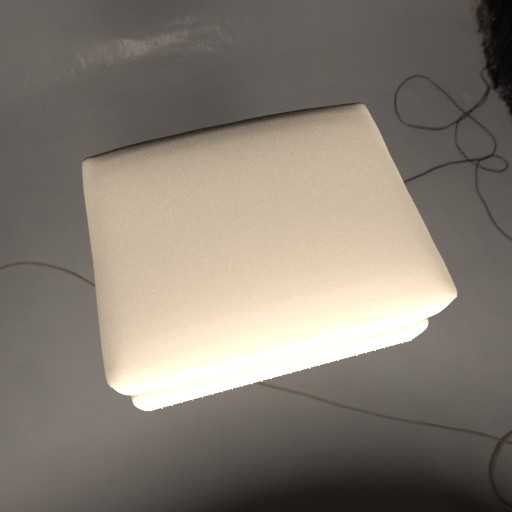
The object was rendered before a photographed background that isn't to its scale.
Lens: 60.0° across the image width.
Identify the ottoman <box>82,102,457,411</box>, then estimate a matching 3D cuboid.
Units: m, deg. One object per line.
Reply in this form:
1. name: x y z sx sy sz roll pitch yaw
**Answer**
1. ottoman: 0.000 0.000 1.157 0.741 0.513 0.584 -13 65 -6
